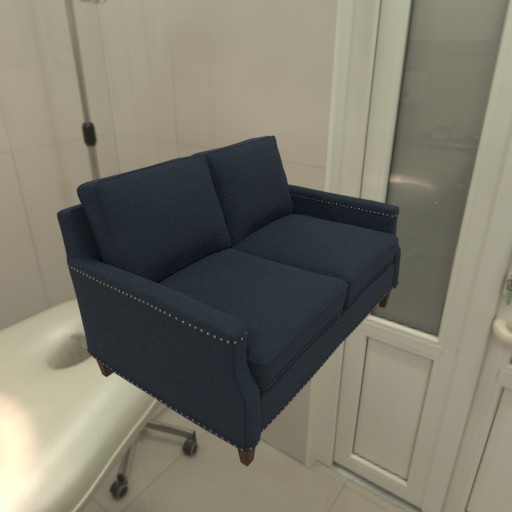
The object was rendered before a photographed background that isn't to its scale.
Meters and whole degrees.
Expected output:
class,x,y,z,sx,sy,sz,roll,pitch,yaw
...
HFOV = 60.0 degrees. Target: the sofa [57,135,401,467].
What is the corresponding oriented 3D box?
class,x,y,z,sx,sy,sz,roll,pitch,yaw
sofa,0.000,0.000,2.335,1.084,1.003,1.597,18,31,32
